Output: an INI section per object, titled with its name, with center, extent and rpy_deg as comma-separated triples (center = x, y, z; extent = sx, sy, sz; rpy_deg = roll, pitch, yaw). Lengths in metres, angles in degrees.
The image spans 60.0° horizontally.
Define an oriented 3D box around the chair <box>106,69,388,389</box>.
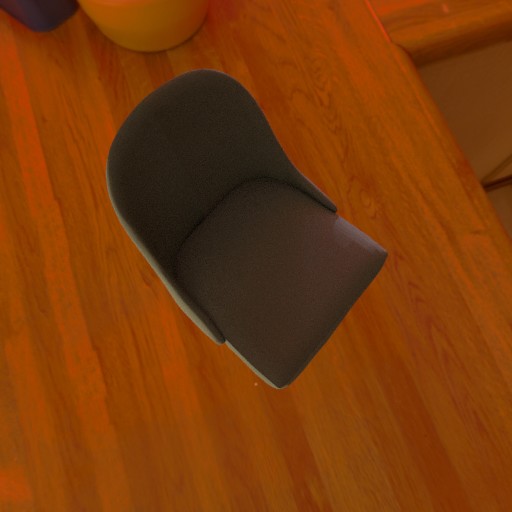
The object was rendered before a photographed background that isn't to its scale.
[chair]
center = 0.000, 0.000, 1.236
extent = 0.589, 0.882, 0.503
rpy_deg = 39, 78, 10
